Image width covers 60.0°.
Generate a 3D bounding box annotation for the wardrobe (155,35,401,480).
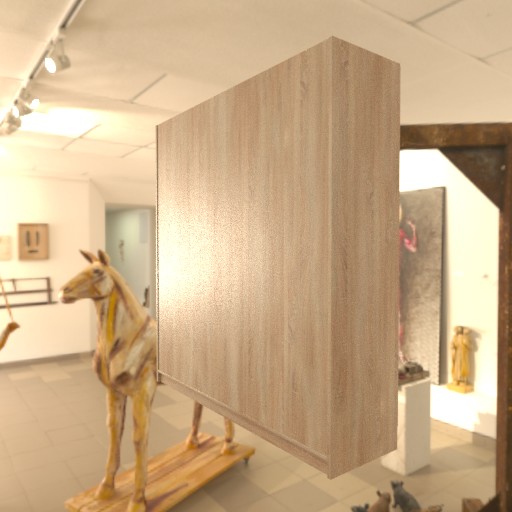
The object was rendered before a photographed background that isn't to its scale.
[{"bbox_3d":[0.000,0.000,3.125,0.598,2.159,1.998,-1,2,-37],"label":"wardrobe"}]
